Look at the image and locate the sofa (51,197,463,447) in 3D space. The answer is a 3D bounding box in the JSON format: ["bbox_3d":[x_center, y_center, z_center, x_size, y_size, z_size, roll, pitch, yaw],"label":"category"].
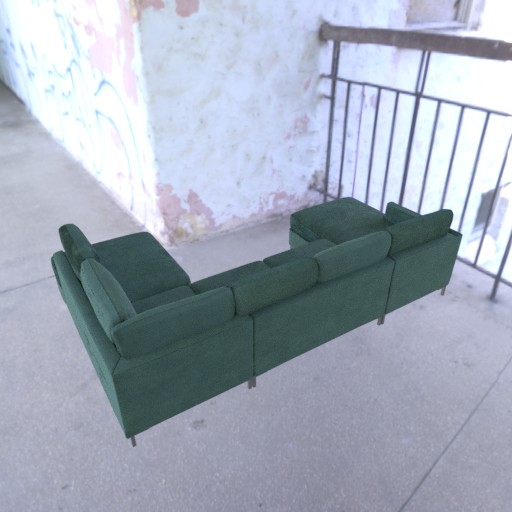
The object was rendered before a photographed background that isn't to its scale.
[{"bbox_3d":[0.000,0.000,4.322,3.434,0.992,2.055,-18,36,-27],"label":"sofa"}]
